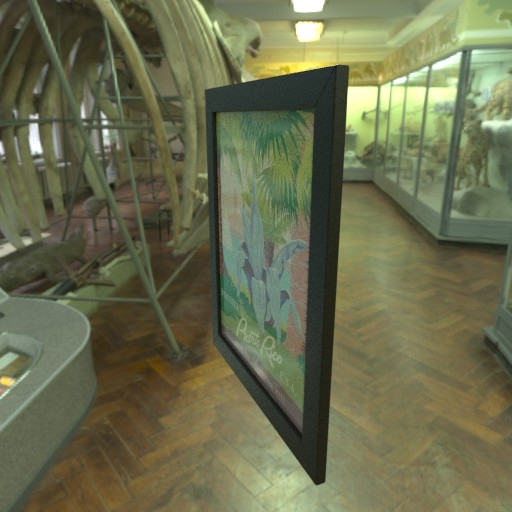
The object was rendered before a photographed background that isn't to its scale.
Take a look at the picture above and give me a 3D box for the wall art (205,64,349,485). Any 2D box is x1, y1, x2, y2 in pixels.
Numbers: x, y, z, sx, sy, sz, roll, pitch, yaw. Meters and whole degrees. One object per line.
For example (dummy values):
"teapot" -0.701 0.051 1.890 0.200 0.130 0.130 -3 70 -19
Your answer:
"wall art" 0.000 0.000 0.789 0.018 0.582 0.481 -7 19 -23
